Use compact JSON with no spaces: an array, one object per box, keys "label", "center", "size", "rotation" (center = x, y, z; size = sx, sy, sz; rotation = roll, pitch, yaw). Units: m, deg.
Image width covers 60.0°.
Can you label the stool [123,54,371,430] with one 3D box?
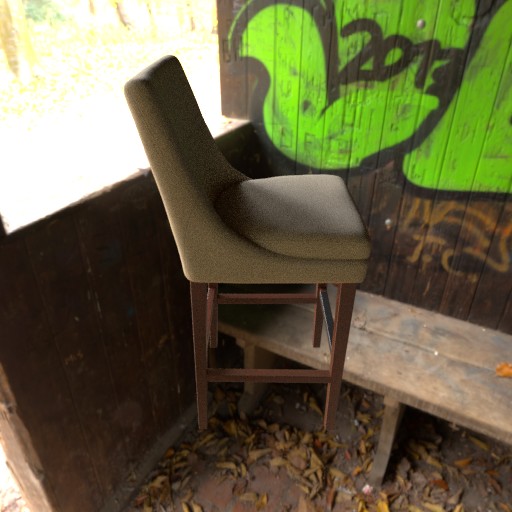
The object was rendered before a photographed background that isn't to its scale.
[{"label":"stool","center":[0.000,0.000,1.347],"size":[0.577,1.078,0.470],"rotation":[0,31,0]}]
